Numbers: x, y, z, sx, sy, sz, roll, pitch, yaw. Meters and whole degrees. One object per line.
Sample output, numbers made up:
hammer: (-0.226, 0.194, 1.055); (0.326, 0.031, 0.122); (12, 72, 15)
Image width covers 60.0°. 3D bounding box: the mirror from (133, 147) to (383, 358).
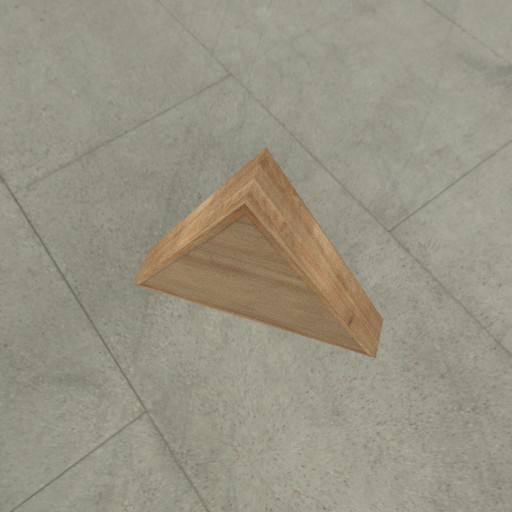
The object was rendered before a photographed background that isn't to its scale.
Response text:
mirror: (0.000, 0.000, 0.869); (0.631, 0.548, 0.100); (16, 66, 7)
